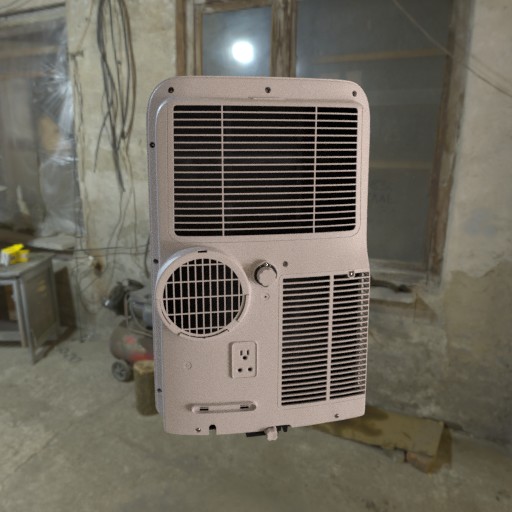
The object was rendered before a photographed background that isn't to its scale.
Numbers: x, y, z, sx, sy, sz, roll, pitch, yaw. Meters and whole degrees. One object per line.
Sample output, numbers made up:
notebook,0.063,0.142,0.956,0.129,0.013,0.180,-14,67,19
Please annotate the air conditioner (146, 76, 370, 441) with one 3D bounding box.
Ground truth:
air conditioner,0.000,0.000,0.967,0.454,0.700,0.365,-2,14,-9
